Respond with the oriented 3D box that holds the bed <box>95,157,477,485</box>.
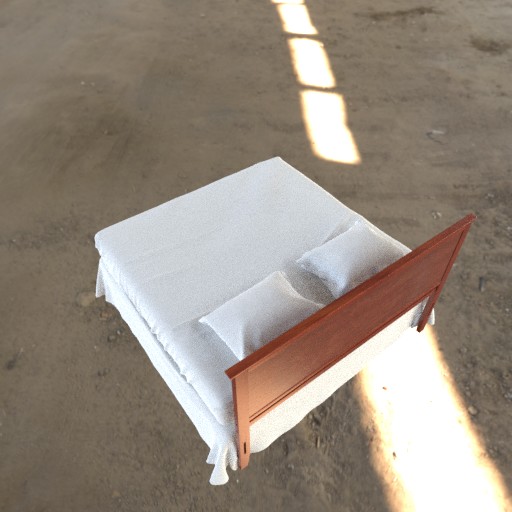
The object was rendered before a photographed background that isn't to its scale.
[{"bbox_3d":[0.000,0.000,3.595,2.314,1.271,2.219,-28,51,-25],"label":"bed"}]
